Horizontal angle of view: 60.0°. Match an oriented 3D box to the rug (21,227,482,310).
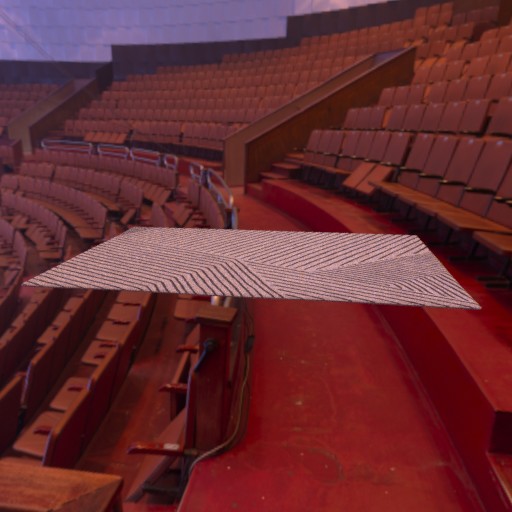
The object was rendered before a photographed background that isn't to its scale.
[{"bbox_3d":[0.000,0.000,3.009,2.406,0.023,1.539,2,16,8],"label":"rug"}]
